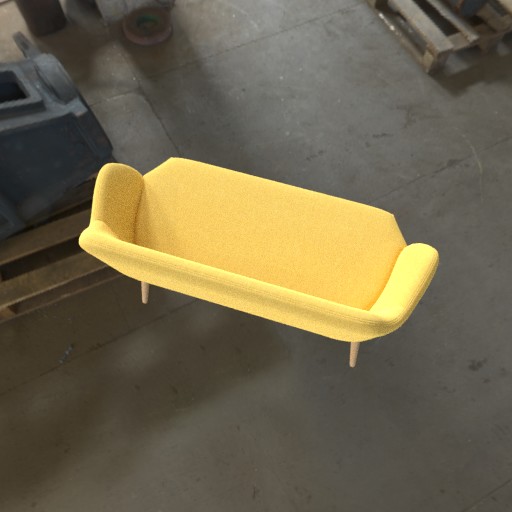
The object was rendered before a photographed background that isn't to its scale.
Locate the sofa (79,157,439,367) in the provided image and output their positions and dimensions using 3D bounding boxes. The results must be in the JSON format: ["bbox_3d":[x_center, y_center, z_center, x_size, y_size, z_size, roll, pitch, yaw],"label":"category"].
[{"bbox_3d":[0.000,0.000,1.609,1.150,0.840,0.610,16,65,7],"label":"sofa"}]
